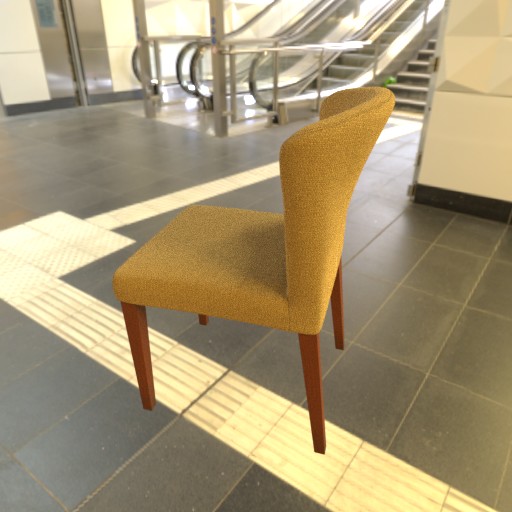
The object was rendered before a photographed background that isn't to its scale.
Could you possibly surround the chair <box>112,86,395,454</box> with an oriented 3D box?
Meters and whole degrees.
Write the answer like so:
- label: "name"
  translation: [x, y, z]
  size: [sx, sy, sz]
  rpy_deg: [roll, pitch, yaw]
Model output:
- label: "chair"
  translation: [0.000, 0.000, 1.165]
  size: [0.589, 0.839, 0.491]
  rpy_deg: [8, 29, 14]
